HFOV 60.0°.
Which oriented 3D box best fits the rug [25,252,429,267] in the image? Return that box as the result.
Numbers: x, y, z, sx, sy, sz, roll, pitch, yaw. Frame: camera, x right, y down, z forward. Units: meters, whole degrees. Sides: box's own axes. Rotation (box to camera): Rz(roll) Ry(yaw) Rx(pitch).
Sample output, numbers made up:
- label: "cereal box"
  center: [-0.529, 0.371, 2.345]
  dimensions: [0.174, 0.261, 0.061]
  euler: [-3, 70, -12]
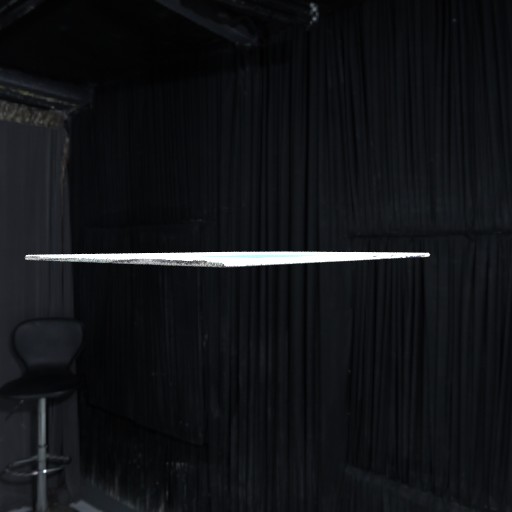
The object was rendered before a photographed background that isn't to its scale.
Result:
- label: "rug"
  center: [0.000, 0.000, 2.358]
  dimensions: [1.238, 0.020, 1.847]
  euler: [1, 1, 38]
